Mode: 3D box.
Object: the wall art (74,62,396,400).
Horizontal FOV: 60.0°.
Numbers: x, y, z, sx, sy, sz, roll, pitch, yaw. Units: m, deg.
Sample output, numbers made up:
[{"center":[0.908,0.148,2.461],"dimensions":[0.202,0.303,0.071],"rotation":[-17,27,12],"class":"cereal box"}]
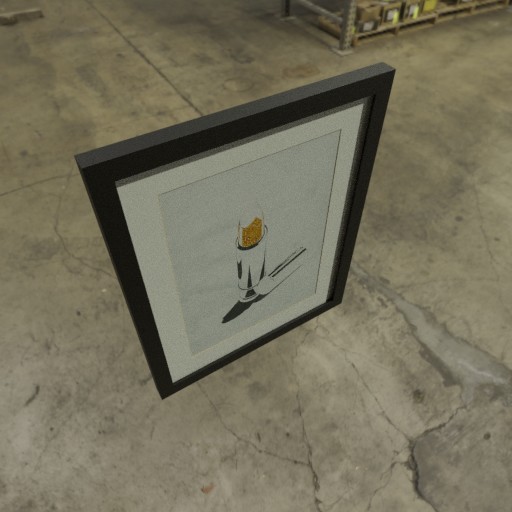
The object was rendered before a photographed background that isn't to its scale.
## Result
[{"center":[0.000,0.000,0.769],"dimensions":[0.457,0.559,0.029],"rotation":[-24,52,-21],"class":"wall art"}]
